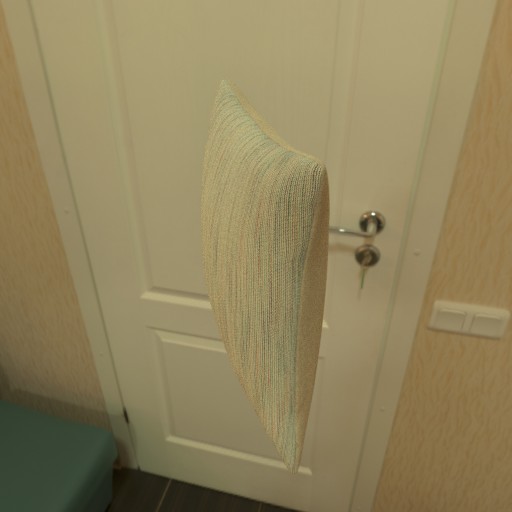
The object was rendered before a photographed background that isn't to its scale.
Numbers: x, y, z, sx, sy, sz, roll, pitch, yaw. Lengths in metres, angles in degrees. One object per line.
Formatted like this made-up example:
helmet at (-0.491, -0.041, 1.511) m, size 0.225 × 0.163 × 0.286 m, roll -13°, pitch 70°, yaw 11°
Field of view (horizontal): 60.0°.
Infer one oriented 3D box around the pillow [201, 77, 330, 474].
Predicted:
pillow at (0.000, 0.000, 0.775) m, size 0.178 × 0.506 × 0.512 m, roll -8°, pitch 33°, yaw -12°
